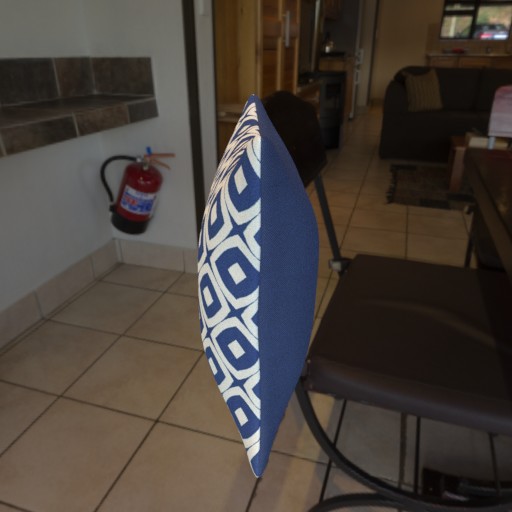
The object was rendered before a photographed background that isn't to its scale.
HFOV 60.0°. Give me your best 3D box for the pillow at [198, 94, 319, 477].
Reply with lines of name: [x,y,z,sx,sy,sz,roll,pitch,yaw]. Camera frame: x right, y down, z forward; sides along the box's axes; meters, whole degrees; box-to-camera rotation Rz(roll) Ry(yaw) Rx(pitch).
pillow: [0.000,0.000,0.772,0.188,0.494,0.504,0,25,-1]
